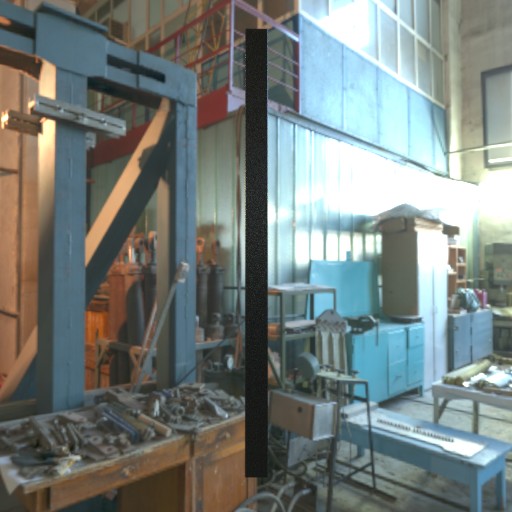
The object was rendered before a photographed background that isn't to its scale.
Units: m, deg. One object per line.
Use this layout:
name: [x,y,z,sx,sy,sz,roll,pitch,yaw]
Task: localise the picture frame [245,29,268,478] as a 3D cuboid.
picture frame: [0.000,0.000,0.829,0.029,0.557,0.559,0,-1,0]
